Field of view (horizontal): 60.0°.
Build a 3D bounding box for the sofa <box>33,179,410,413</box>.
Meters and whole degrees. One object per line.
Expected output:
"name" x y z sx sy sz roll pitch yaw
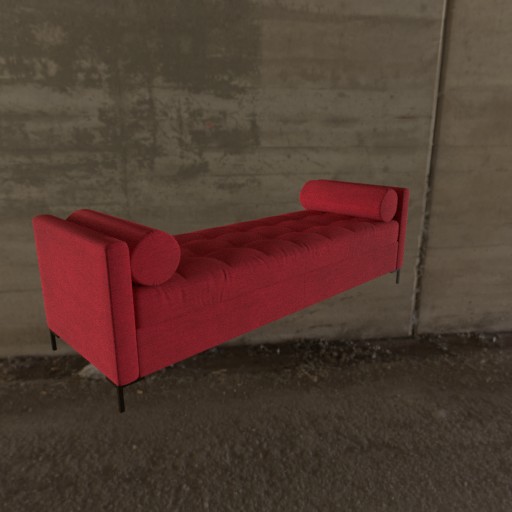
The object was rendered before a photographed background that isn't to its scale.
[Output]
"sofa" 0.000 0.000 2.375 1.981 0.635 0.686 -15 22 -42
